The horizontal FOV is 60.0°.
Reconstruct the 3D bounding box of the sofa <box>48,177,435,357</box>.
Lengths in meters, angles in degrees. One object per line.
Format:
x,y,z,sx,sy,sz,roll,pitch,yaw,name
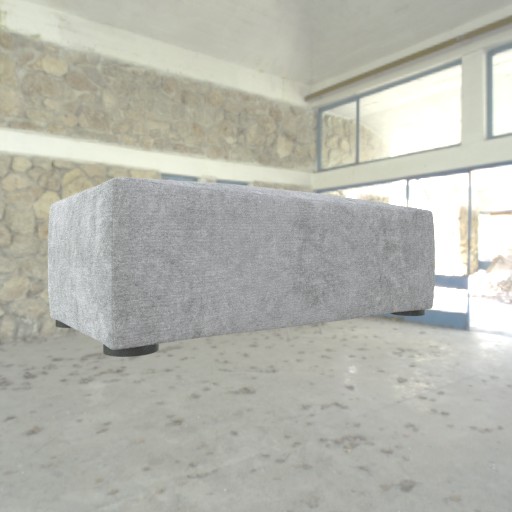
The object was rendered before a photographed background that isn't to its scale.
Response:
0.000,0.000,1.163,0.930,0.330,0.480,0,0,-36,sofa
